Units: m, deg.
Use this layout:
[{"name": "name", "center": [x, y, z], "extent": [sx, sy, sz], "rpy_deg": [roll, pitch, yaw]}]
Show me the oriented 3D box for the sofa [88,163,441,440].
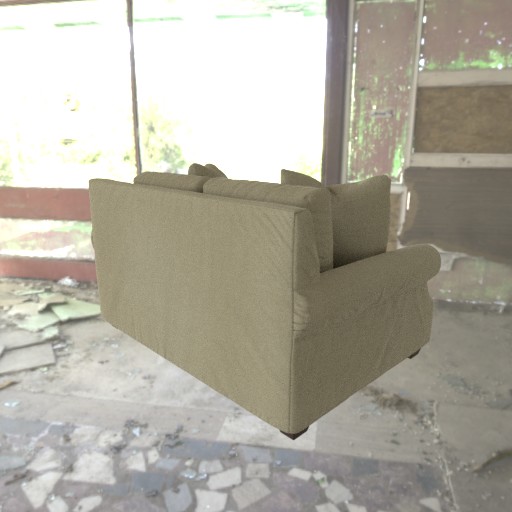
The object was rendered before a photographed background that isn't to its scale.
[{"name": "sofa", "center": [0.000, 0.000, 2.229], "extent": [1.070, 0.905, 1.550], "rpy_deg": [-14, 21, -42]}]
